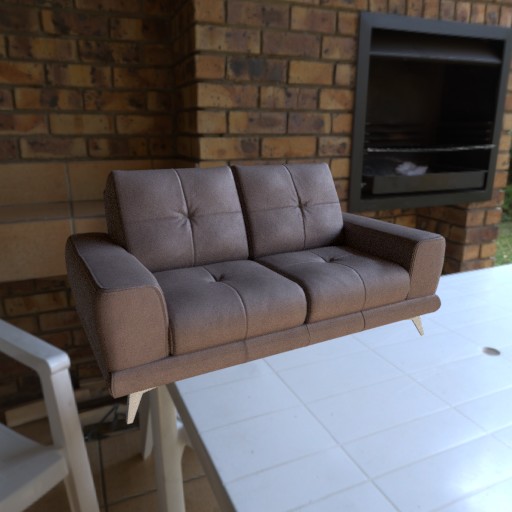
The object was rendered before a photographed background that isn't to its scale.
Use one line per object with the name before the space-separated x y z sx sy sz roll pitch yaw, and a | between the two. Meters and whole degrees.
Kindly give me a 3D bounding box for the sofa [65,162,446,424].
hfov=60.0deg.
sofa | 0.000 0.000 2.354 1.806 0.907 1.018 -8 18 -27
